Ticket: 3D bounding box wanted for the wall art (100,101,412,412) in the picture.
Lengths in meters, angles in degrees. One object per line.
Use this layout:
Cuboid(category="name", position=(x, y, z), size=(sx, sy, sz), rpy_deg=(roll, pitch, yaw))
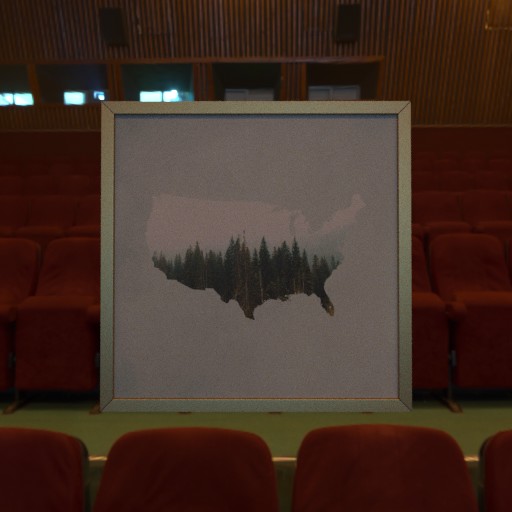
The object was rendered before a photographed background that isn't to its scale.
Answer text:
Cuboid(category="wall art", position=(0.000, 0.000, 1.106), size=(0.762, 0.762, 0.038), rpy_deg=(0, -1, 0))
